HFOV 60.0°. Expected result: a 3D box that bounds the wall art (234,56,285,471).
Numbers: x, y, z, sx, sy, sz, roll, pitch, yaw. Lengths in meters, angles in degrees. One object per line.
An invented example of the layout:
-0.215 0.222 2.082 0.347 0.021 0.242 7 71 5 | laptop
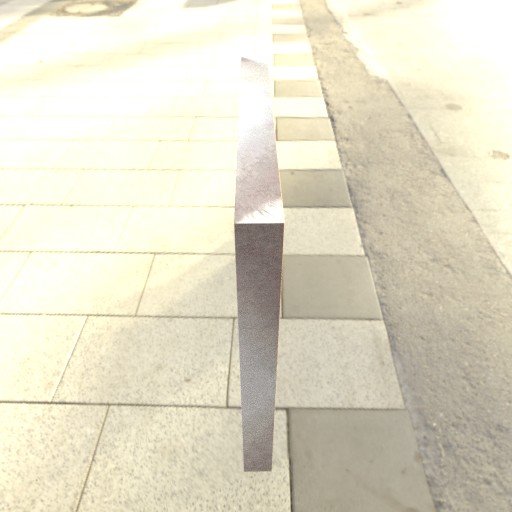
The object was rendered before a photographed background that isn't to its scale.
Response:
0.000 0.000 0.457 0.028 0.303 0.303 0 40 -1 | wall art
